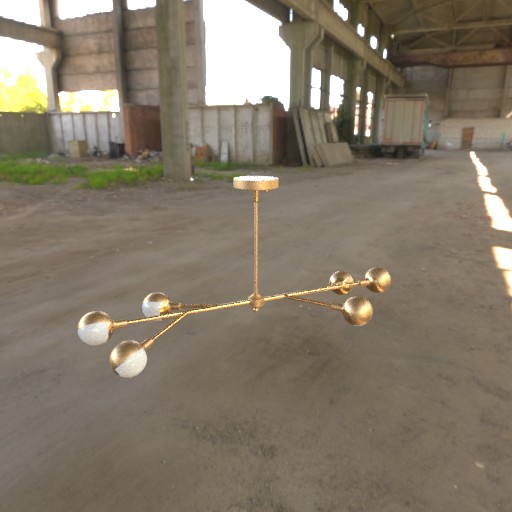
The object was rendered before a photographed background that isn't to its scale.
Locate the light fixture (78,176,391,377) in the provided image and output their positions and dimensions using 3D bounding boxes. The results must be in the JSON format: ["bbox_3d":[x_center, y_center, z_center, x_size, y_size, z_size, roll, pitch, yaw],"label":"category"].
[{"bbox_3d":[0.000,0.000,1.041,0.778,0.362,0.434,-2,16,-8],"label":"light fixture"}]
